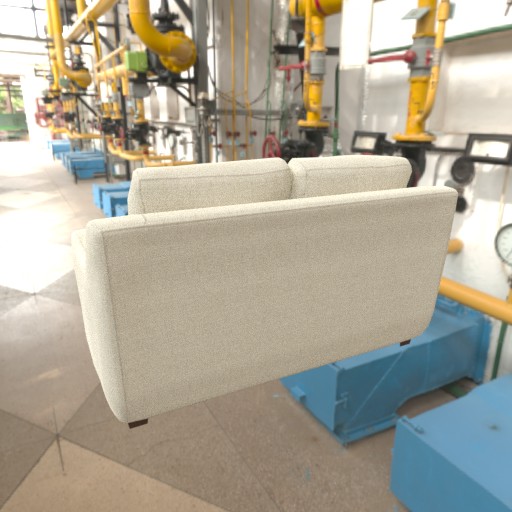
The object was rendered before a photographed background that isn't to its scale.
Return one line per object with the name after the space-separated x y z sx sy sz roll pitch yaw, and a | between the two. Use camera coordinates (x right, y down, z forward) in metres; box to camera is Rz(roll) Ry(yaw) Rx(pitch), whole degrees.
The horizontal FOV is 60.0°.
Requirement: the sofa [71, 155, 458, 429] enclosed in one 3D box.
0.000 0.000 2.313 1.744 1.047 1.040 -9 20 -26 | sofa
